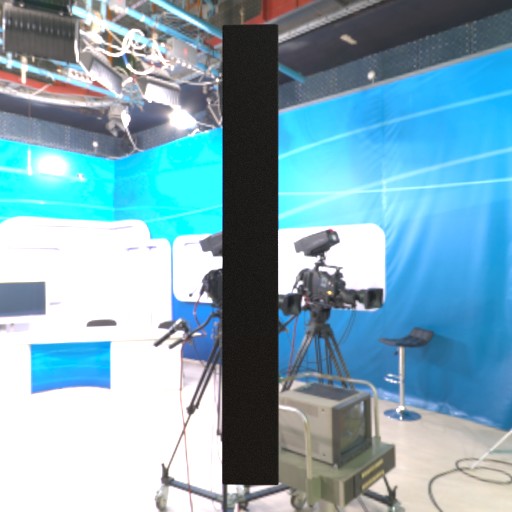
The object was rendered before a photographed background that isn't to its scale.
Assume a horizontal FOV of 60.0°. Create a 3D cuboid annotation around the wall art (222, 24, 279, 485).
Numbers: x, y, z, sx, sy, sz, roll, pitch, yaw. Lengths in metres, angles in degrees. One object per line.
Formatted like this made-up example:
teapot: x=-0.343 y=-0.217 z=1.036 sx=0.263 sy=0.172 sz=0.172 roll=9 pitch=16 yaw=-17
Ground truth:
wall art: x=0.000 y=0.000 z=0.445 sx=0.037 sy=0.305 sz=0.305 roll=0 pitch=-1 yaw=1
